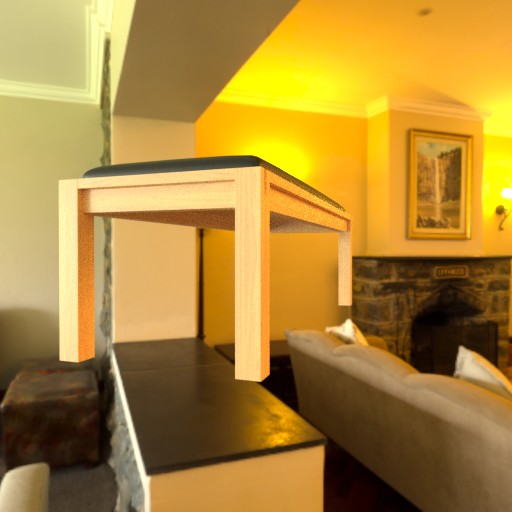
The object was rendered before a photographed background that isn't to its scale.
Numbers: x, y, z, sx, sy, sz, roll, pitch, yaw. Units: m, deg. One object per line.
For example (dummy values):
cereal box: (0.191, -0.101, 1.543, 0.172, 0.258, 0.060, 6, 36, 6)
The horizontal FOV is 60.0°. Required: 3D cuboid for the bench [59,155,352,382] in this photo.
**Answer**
bench: (0.000, 0.000, 1.423, 0.450, 0.430, 1.202, 0, 1, 20)
